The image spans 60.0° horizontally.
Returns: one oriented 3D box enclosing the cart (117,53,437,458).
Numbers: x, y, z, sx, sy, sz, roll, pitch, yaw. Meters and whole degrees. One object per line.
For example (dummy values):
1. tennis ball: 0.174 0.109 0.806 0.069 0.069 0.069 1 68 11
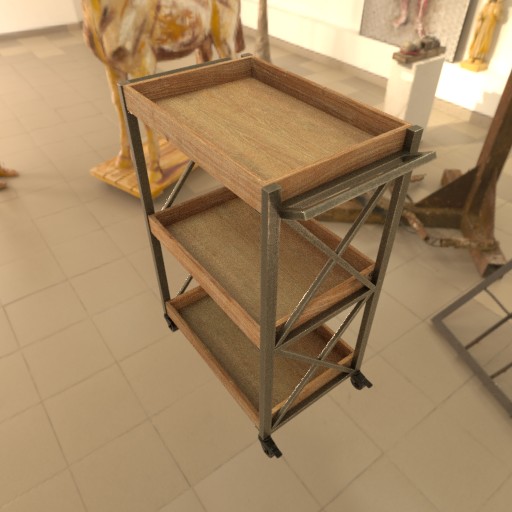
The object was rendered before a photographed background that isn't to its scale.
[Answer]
1. cart: 0.000 0.000 1.188 0.377 0.835 0.673 -26 47 -27
